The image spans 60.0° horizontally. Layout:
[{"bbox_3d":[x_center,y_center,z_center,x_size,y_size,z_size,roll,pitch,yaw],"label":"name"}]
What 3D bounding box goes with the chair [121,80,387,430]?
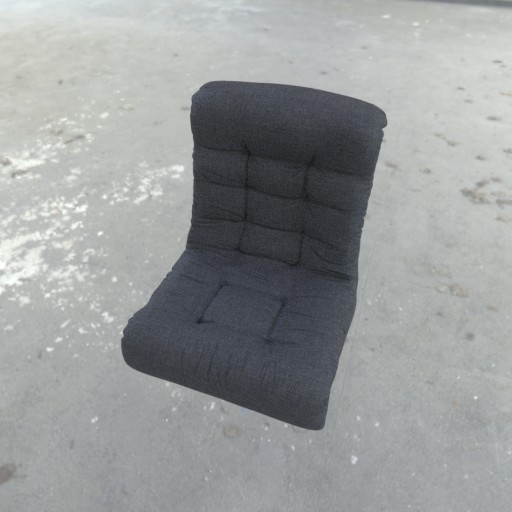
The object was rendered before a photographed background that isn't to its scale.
[{"bbox_3d":[0.000,0.000,1.260,0.597,0.749,0.668,13,43,15],"label":"chair"}]
